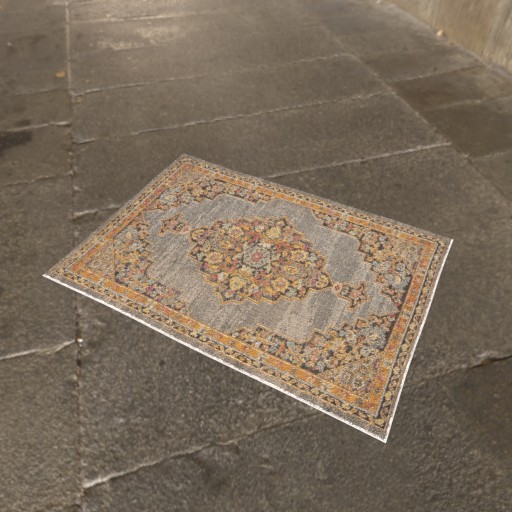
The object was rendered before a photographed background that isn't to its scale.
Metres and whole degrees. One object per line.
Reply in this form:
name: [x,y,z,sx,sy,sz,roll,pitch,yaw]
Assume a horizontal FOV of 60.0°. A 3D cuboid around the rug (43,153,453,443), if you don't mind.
rug: [0.000,0.000,4.012,3.063,0.024,2.158,21,50,19]
